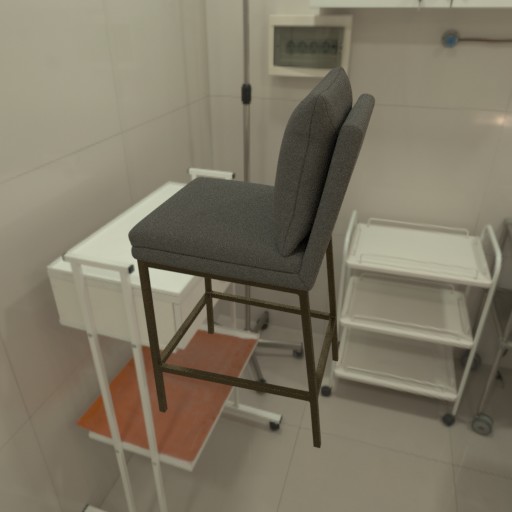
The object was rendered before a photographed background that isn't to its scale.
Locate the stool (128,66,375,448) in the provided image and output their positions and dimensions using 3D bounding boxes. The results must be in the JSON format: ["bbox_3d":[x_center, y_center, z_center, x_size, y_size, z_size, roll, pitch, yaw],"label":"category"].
[{"bbox_3d":[0.000,0.000,1.340,0.569,1.030,0.463,8,30,15],"label":"stool"}]
